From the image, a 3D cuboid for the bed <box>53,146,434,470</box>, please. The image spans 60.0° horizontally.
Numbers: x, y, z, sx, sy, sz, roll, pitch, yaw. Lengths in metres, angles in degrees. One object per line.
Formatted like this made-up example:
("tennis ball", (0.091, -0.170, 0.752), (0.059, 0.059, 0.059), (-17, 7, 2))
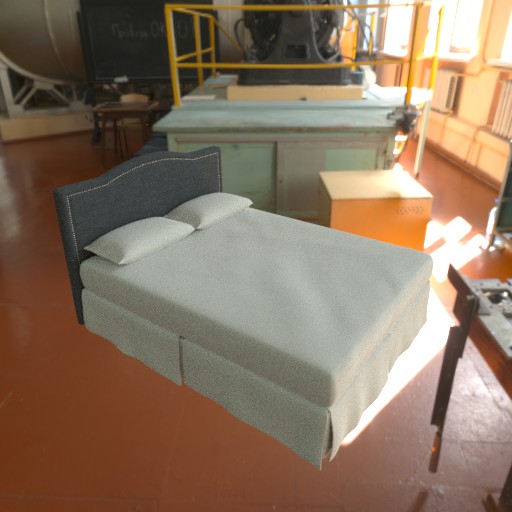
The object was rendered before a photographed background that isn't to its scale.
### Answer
("bed", (0.000, 0.000, 3.947), (2.689, 1.457, 2.161), (18, 31, 32))
